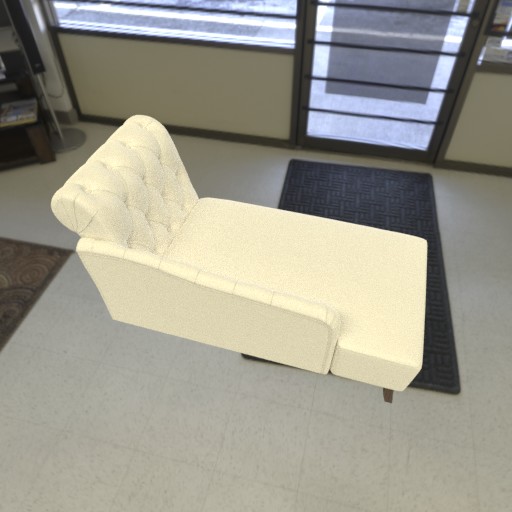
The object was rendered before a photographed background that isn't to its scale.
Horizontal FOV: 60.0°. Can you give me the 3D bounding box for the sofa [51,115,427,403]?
[{"bbox_3d":[0.000,0.000,1.845,1.379,0.787,0.675,12,47,11],"label":"sofa"}]
